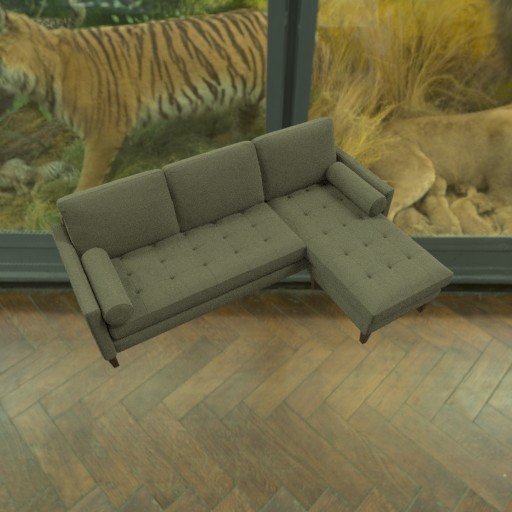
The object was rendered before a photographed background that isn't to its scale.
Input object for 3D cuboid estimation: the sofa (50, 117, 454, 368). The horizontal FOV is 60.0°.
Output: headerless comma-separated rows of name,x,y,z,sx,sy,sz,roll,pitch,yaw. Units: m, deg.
sofa,0.000,0.000,2.865,2.178,0.875,1.506,-23,50,-21
